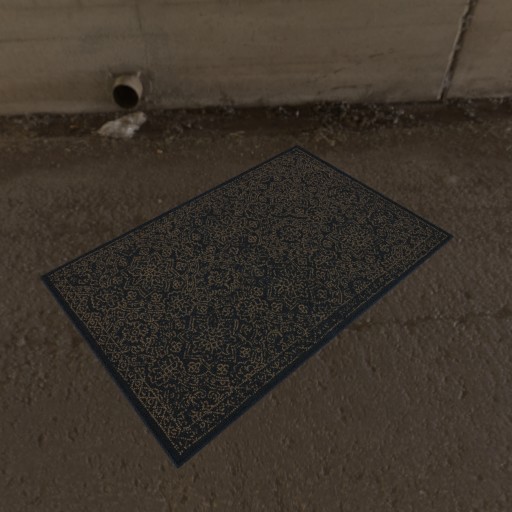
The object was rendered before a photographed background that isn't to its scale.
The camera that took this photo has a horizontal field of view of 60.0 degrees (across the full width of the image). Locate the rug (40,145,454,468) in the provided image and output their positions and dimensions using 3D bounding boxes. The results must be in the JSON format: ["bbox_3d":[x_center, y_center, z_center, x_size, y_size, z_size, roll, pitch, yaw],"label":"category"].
[{"bbox_3d":[0.000,0.000,2.327,1.829,0.010,1.219,-32,54,-27],"label":"rug"}]
